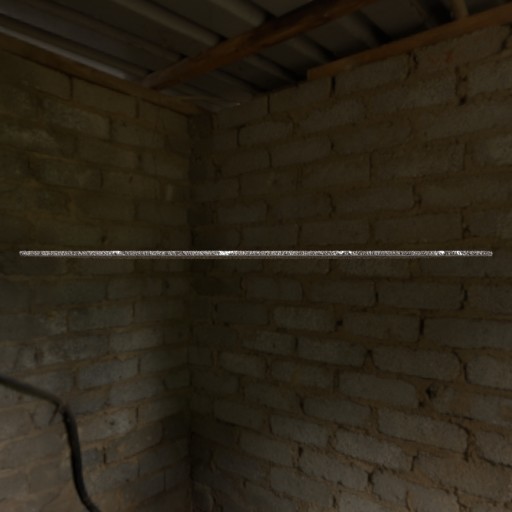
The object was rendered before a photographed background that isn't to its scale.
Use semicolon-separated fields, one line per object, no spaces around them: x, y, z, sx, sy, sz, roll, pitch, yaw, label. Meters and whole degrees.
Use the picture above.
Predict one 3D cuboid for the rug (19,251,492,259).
0.000;0.000;3.439;2.743;0.030;1.778;0;-1;0;rug
